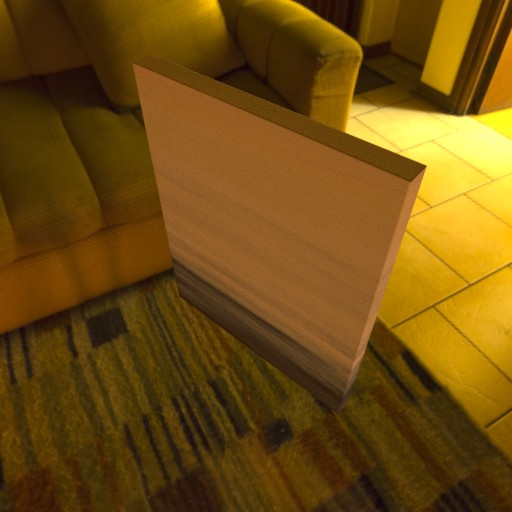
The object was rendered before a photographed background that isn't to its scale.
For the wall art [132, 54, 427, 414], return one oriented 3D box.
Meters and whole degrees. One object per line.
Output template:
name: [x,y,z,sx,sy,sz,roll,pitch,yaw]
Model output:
wall art: [0.000,0.000,0.836,0.489,0.608,0.040,32,54,26]
